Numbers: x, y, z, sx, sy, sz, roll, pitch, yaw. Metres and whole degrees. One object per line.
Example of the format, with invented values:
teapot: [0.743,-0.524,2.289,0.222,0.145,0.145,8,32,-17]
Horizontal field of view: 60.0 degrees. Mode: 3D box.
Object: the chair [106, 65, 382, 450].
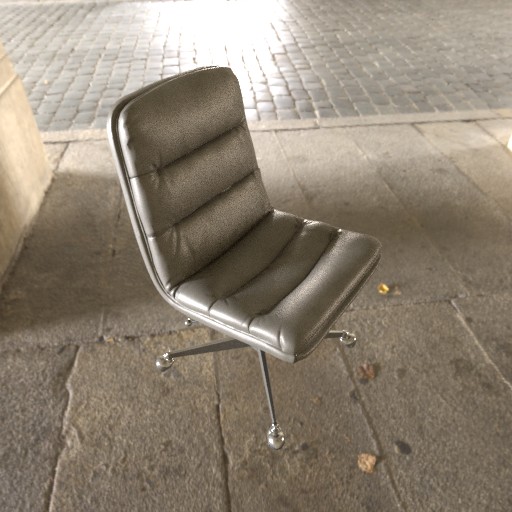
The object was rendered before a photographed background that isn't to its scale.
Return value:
chair: [0.000,0.000,1.042,0.485,0.738,0.422,25,46,27]
